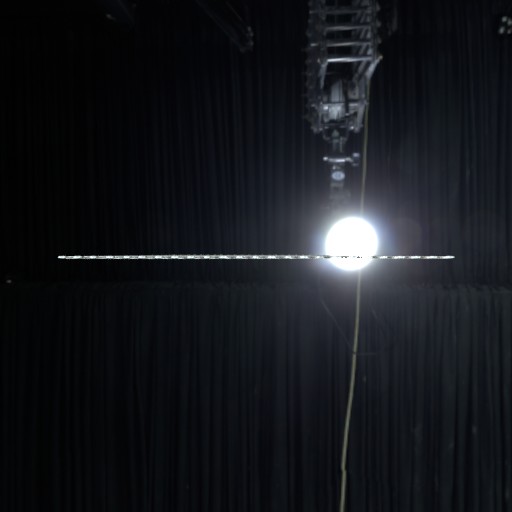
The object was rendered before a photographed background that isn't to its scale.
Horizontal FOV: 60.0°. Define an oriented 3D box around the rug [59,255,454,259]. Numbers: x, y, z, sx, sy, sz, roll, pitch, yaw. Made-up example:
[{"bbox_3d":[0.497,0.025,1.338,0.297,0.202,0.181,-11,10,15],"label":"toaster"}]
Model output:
[{"bbox_3d":[0.000,0.000,2.914,1.539,0.011,2.410,0,0,0],"label":"rug"}]
